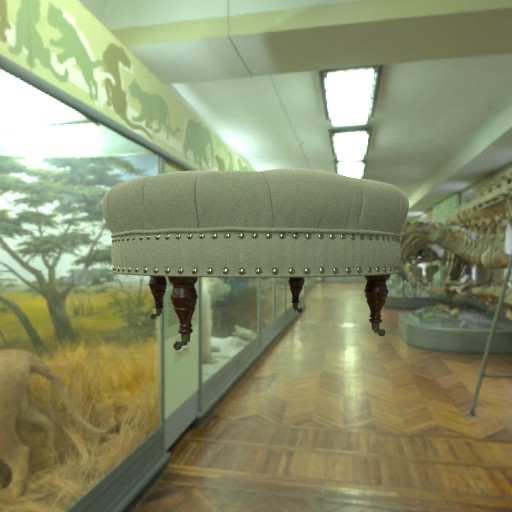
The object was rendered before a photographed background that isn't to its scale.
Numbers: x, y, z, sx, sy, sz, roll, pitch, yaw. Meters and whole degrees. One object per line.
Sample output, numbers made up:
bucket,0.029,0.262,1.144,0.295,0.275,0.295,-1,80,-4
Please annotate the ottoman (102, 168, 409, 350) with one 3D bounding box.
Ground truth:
ottoman,0.000,0.000,1.372,0.901,0.439,0.901,0,0,0
